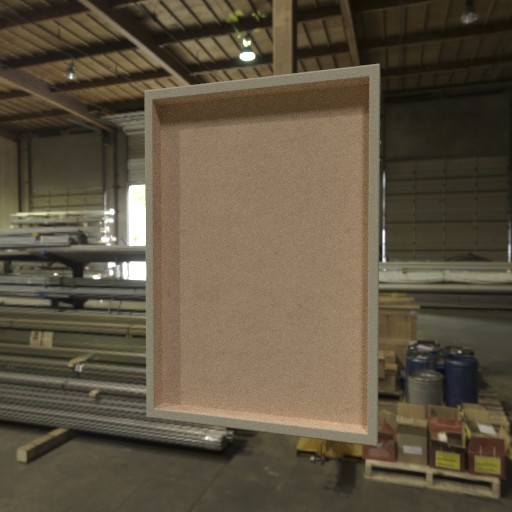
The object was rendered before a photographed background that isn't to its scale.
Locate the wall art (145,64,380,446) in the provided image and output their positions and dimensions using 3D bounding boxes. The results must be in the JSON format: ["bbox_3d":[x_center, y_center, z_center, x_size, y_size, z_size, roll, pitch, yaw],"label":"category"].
[{"bbox_3d":[0.000,0.000,0.783,0.418,0.608,0.038,0,1,17],"label":"wall art"}]
